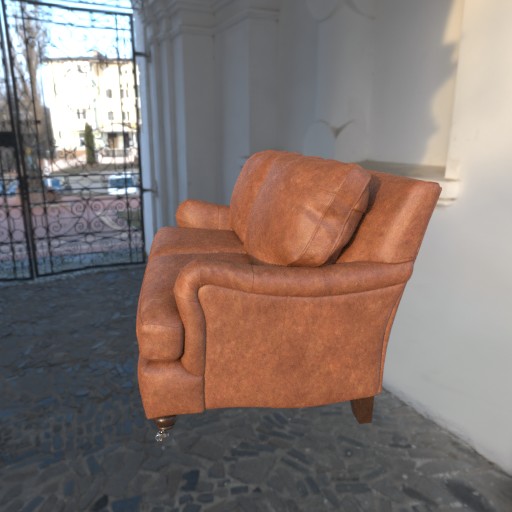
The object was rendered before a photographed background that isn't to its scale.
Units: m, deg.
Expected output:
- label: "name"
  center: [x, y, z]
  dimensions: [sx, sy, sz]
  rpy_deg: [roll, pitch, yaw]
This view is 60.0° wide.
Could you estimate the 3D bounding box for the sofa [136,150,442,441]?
- label: "sofa"
  center: [0.000, 0.000, 2.209]
  dimensions: [1.077, 1.004, 1.527]
  rpy_deg: [-3, 16, -9]
